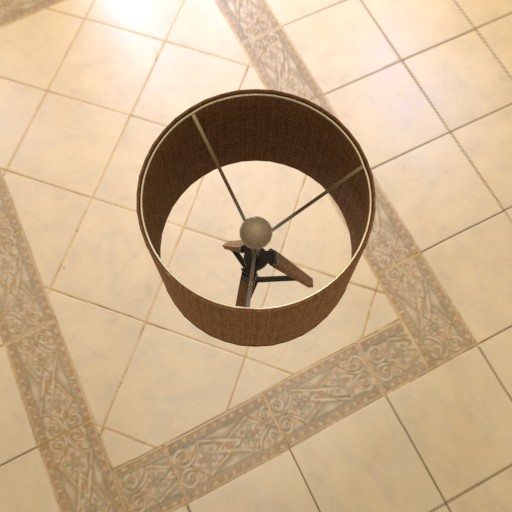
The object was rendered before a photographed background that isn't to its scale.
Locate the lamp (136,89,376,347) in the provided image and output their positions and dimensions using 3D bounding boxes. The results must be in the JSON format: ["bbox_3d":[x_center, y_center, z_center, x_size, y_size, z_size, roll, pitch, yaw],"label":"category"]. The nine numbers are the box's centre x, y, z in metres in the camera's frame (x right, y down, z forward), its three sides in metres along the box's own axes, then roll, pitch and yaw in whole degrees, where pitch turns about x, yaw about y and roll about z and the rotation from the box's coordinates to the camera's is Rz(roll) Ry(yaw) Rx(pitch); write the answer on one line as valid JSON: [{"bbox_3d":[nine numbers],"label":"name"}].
[{"bbox_3d":[0.000,0.000,0.708,0.290,0.514,0.290,0,75,0],"label":"lamp"}]
